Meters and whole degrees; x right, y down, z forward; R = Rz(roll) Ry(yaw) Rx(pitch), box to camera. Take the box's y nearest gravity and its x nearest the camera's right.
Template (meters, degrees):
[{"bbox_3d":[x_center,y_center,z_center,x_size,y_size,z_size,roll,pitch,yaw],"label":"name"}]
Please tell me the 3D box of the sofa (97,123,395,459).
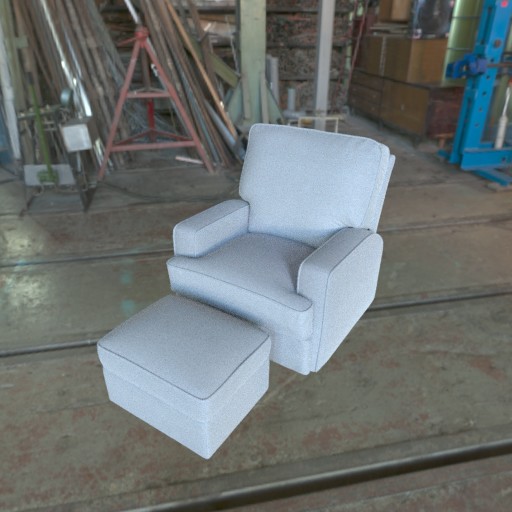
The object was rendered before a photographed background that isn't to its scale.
[{"bbox_3d":[0.000,0.000,2.052,0.861,0.959,1.472,17,33,29],"label":"sofa"}]
